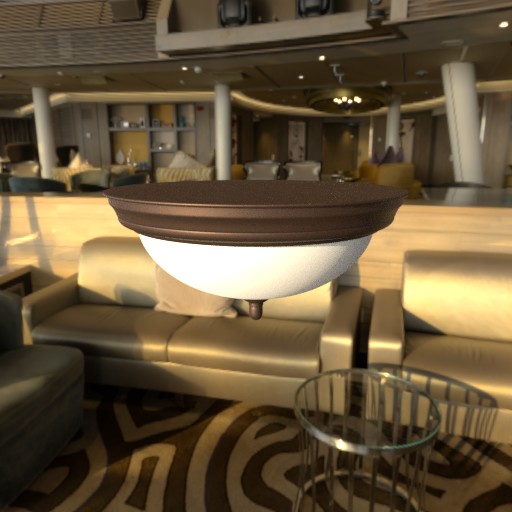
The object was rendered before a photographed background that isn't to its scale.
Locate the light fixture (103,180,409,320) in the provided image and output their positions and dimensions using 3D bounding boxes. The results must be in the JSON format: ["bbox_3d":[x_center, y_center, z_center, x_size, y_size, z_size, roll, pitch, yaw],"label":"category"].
[{"bbox_3d":[0.000,0.000,0.442,0.280,0.135,0.280,0,13,0],"label":"light fixture"}]
